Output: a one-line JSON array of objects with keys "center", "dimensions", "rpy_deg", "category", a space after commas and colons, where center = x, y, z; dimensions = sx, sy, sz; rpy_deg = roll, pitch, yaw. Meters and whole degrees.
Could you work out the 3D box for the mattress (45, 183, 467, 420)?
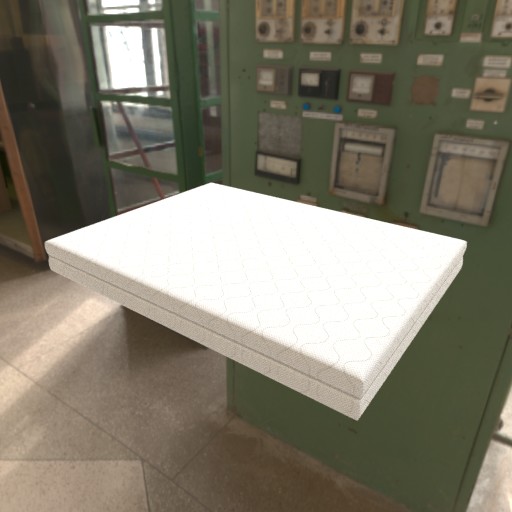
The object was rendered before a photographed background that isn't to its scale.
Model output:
[{"center": [0.000, 0.000, 2.499], "dimensions": [1.900, 0.200, 1.400], "rpy_deg": [18, 31, 32], "category": "mattress"}]
